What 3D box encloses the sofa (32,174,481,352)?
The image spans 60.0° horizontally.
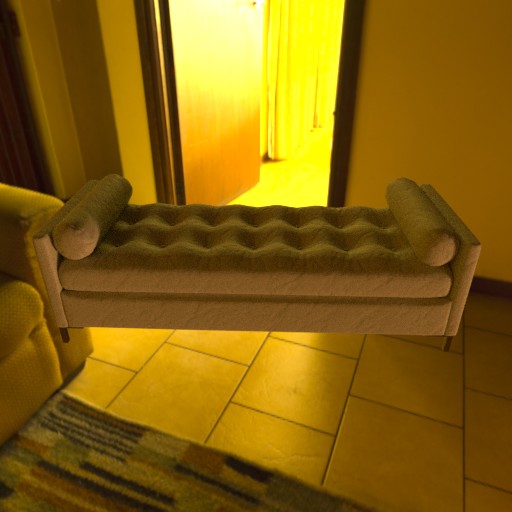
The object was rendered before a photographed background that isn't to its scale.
[{"bbox_3d":[0.000,0.000,2.506,2.102,0.705,0.796,1,30,2],"label":"sofa"}]
